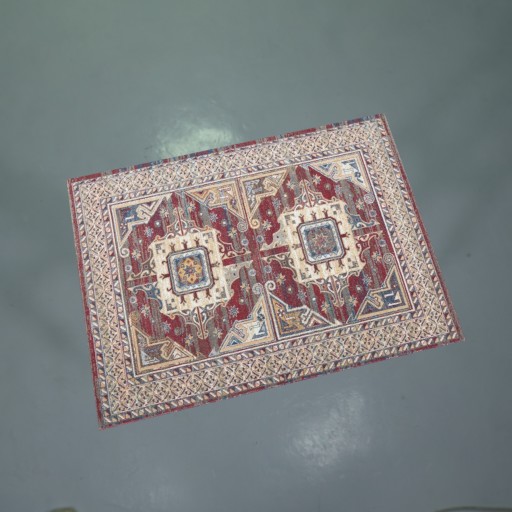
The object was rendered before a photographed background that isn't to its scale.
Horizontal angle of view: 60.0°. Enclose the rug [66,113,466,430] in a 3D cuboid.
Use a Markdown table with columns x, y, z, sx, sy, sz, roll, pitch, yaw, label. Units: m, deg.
| x | y | z | sx | sy | sz | roll | pitch | yaw | label |
| --- | --- | --- | --- | --- | --- | --- | --- | --- | --- |
| 0.000 | 0.000 | 2.803 | 2.210 | 0.011 | 1.599 | -13 | 75 | -4 | rug |
